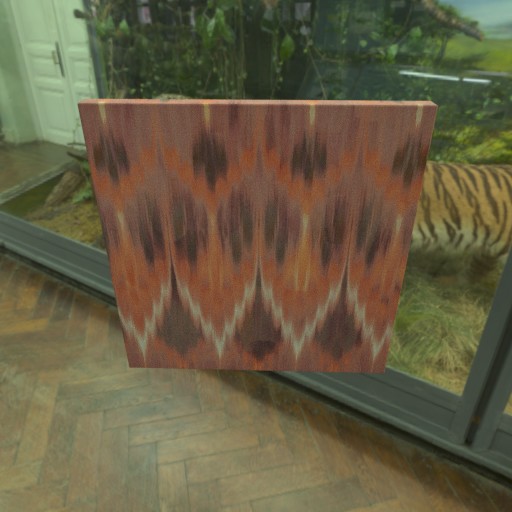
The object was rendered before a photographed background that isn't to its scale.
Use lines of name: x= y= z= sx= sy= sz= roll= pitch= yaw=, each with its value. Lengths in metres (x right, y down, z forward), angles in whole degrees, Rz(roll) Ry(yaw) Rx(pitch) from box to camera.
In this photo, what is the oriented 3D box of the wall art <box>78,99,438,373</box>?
wall art: x=0.000 y=0.000 z=0.909 sx=0.603 sy=0.609 sz=0.037 roll=1 pitch=30 yaw=2
